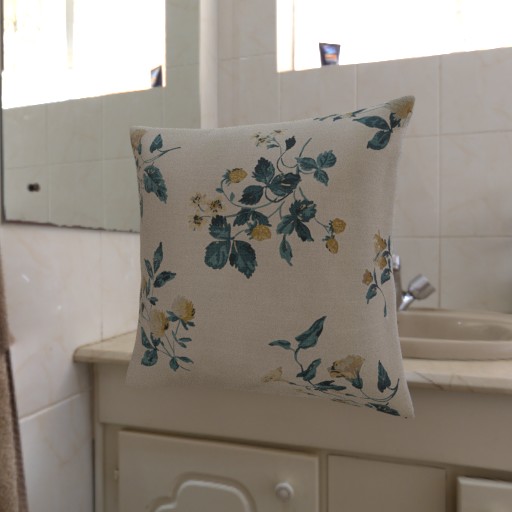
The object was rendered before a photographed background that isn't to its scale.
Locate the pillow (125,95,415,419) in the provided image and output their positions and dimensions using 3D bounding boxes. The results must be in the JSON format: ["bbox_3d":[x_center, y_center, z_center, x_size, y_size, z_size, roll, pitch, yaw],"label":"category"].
[{"bbox_3d":[0.000,0.000,0.778,0.526,0.507,0.166,0,0,19],"label":"pillow"}]
